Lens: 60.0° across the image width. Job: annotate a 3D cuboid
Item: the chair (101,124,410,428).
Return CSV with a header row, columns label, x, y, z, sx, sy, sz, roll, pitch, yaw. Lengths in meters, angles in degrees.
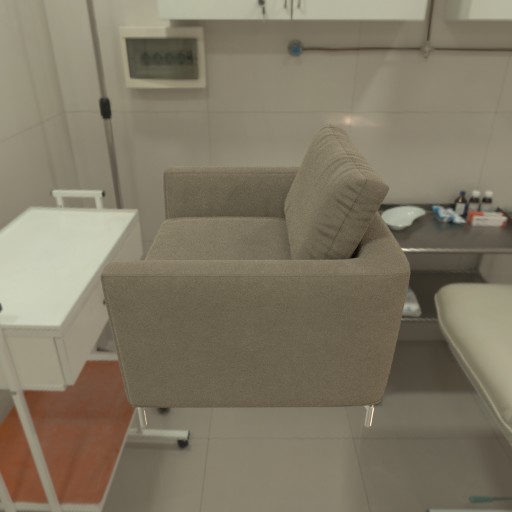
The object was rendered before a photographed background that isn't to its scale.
label,x,y,z,sx,sy,sz,roll,pitch,yaw
chair,0.000,0.000,1.722,0.889,0.864,1.041,0,28,0
